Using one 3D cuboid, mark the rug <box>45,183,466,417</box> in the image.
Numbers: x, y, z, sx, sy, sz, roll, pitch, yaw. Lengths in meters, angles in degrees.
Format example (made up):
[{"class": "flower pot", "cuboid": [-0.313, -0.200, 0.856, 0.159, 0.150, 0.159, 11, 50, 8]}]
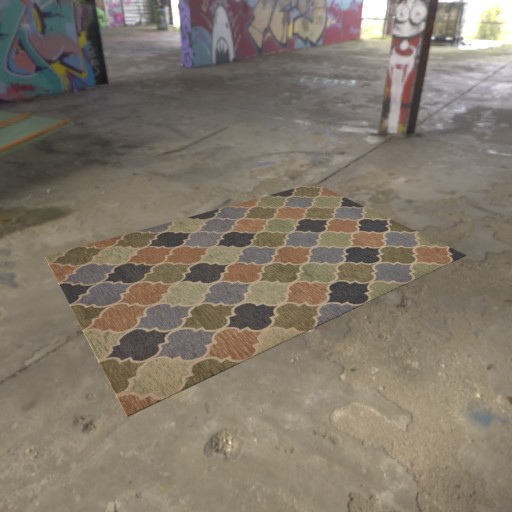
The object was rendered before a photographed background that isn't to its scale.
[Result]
[{"class": "rug", "cuboid": [0.000, 0.000, 2.309, 1.828, 0.006, 1.216, -19, 36, -29]}]
